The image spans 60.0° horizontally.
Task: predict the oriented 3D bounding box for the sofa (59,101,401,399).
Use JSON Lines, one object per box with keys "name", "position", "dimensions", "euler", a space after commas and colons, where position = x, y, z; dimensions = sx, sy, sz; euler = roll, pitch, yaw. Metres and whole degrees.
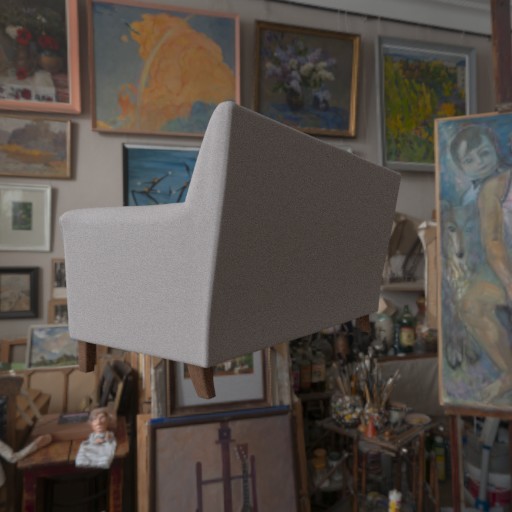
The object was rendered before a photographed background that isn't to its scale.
{"name": "sofa", "position": [0.000, 0.000, 2.064], "dimensions": [0.888, 0.890, 1.482], "euler": [1, 1, 36]}
